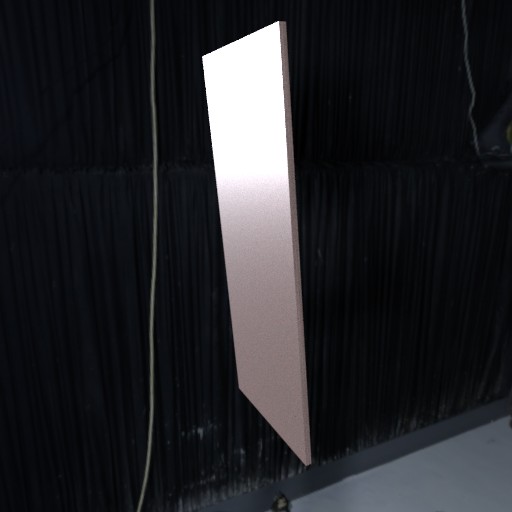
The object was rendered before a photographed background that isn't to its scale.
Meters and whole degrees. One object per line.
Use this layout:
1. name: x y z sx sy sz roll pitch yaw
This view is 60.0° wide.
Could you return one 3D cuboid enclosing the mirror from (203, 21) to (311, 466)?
1. mirror: 0.000 0.000 2.298 0.221 2.020 0.812 -7 16 -26
